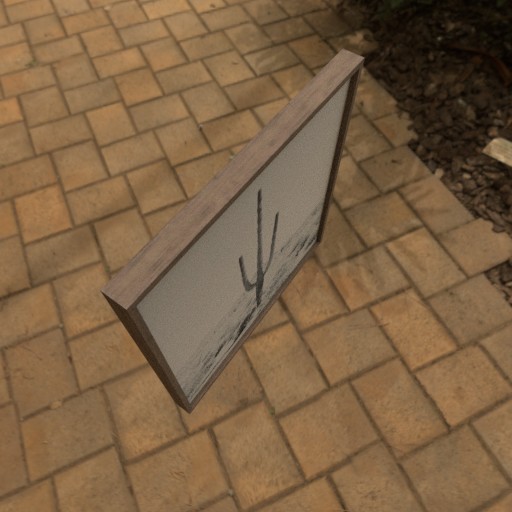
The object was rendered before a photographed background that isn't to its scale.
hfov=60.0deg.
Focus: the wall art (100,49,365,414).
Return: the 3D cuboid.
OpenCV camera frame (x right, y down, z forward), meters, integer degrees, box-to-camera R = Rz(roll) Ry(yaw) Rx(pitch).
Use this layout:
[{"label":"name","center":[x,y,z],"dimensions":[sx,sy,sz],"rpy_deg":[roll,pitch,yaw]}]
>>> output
[{"label":"wall art","center":[0.000,0.000,0.783],"dimensions":[0.038,0.508,0.508],"rpy_deg":[32,64,18]}]
